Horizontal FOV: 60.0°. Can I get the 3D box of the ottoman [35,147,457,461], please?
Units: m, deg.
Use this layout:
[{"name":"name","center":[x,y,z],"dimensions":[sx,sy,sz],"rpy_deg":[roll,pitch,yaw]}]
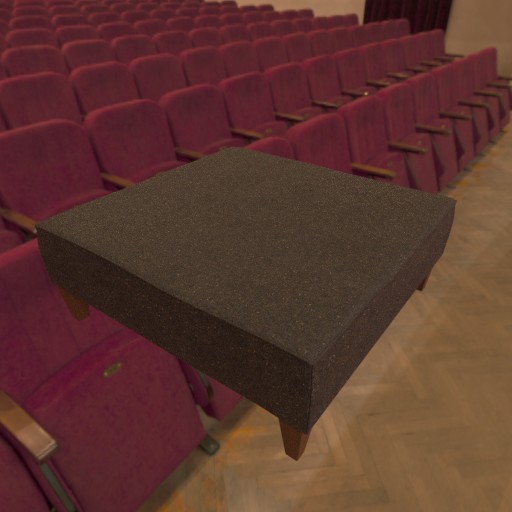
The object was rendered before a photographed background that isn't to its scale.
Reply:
[{"name":"ottoman","center":[0.000,0.000,1.516],"dimensions":[1.004,0.382,0.968],"rpy_deg":[21,37,31]}]
